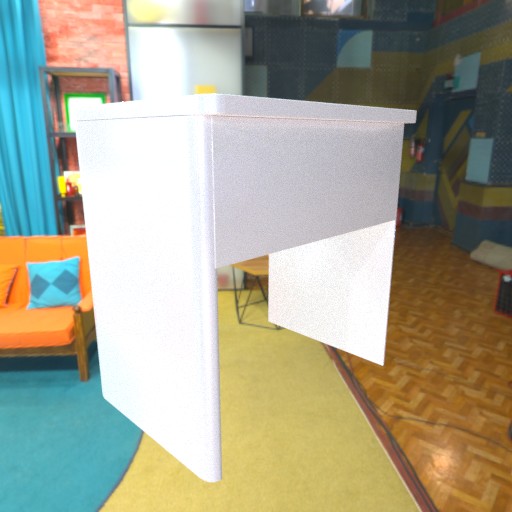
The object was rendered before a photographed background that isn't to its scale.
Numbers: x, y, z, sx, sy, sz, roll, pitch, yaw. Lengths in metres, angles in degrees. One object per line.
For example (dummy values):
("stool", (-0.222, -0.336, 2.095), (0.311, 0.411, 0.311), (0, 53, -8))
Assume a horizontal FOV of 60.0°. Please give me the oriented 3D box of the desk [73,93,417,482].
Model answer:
("desk", (0.000, 0.000, 1.271), (0.549, 0.800, 0.762), (14, 21, 43))
